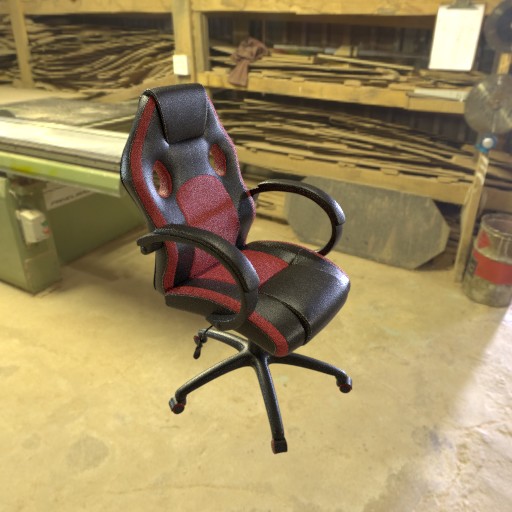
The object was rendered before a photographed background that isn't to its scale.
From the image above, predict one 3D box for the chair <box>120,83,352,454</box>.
[{"bbox_3d":[0.000,0.000,1.689,0.783,1.189,0.750,17,31,30],"label":"chair"}]
